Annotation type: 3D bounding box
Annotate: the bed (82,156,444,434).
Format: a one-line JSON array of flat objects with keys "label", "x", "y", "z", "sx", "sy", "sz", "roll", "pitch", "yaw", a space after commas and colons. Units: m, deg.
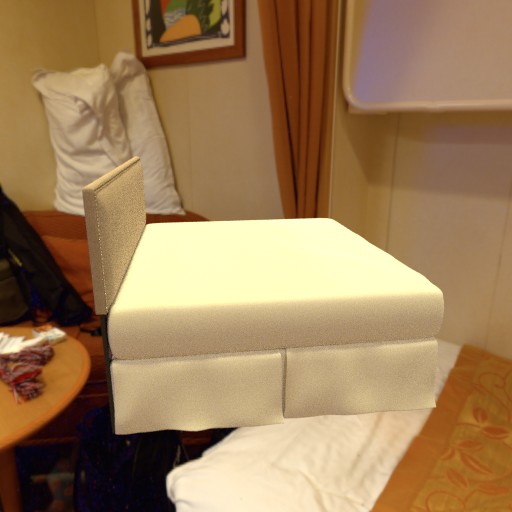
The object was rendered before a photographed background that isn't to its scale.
[{"label": "bed", "x": 0.000, "y": 0.000, "z": 3.323, "sx": 1.914, "sy": 1.346, "sz": 2.170, "roll": -2, "pitch": 17, "yaw": -8}]
